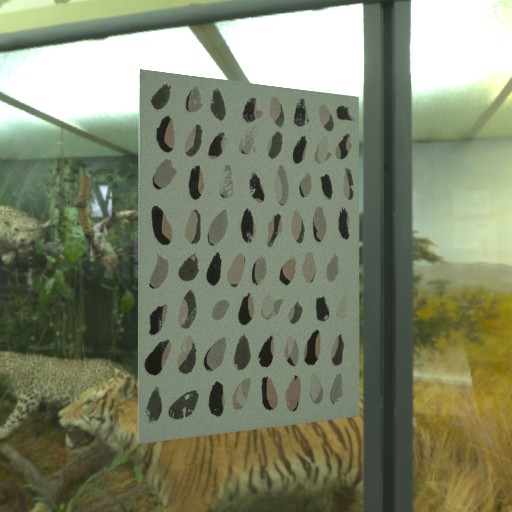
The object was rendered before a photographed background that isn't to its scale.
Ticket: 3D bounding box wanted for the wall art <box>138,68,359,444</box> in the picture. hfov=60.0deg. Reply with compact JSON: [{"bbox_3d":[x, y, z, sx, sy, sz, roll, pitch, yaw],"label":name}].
[{"bbox_3d":[0.000,0.000,0.790,0.405,0.608,0.025,0,0,-18],"label":"wall art"}]
